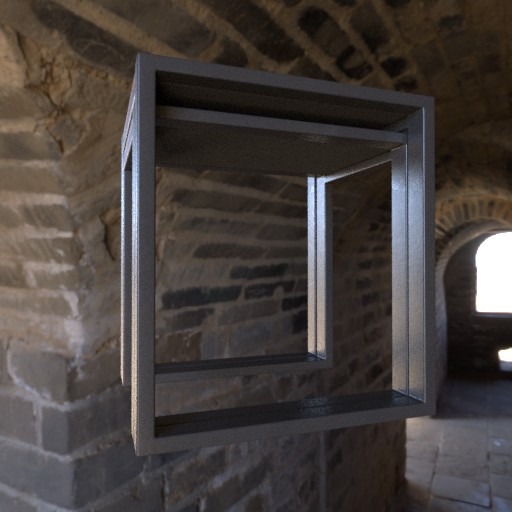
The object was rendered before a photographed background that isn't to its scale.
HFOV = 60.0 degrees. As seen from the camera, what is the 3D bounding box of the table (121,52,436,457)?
[{"bbox_3d":[0.000,0.000,0.893,0.500,0.550,0.449,0,-1,-19],"label":"table"}]
